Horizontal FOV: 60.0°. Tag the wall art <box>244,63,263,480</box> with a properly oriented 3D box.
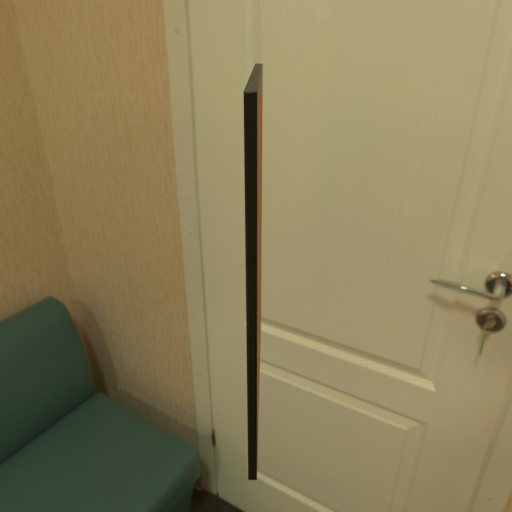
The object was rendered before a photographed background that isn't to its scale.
[{"bbox_3d":[0.000,0.000,0.860,0.016,0.657,0.480,1,27,1],"label":"wall art"}]
